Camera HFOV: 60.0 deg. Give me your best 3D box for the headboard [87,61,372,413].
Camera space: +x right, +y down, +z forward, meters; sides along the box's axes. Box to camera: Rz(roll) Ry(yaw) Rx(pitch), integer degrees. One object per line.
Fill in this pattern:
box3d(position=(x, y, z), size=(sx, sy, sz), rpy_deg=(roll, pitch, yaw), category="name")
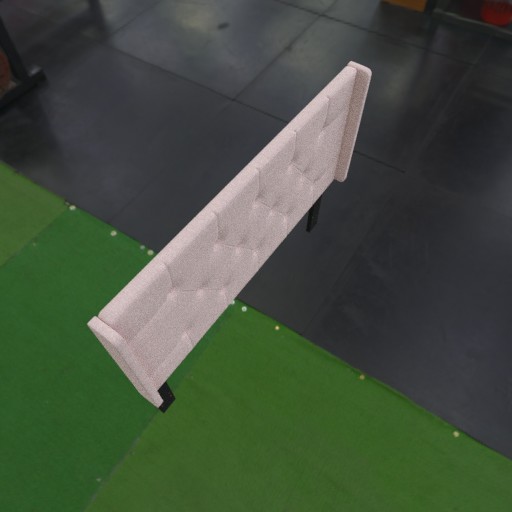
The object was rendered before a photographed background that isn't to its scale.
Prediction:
box3d(position=(0.000, 0.000, 2.750), size=(0.184, 1.524, 2.051), rpy_deg=(31, 62, 19), category="headboard")
